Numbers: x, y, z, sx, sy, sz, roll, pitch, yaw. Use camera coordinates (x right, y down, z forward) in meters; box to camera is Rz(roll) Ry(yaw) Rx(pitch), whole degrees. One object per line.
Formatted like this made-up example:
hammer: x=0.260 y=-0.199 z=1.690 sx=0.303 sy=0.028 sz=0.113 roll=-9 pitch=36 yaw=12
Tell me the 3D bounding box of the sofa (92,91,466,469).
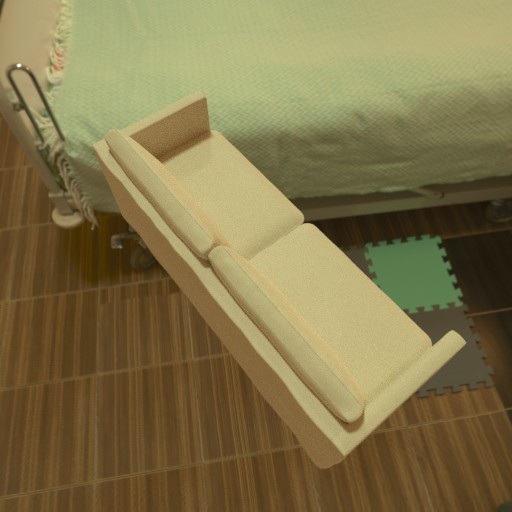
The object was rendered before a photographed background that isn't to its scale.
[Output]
sofa: x=0.000 y=0.000 z=3.243 sx=1.036 sy=0.999 sz=2.779 roll=-34 pitch=66 yaw=-18
